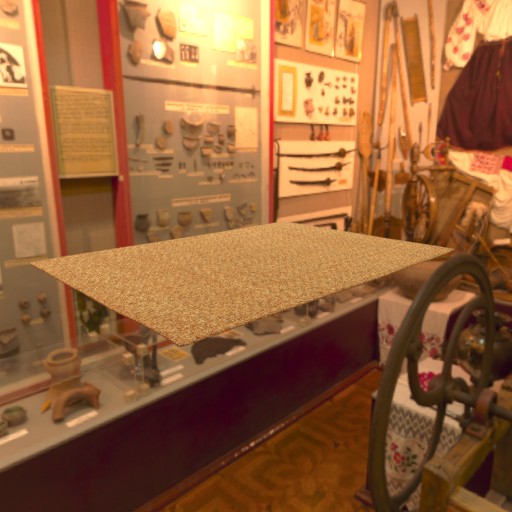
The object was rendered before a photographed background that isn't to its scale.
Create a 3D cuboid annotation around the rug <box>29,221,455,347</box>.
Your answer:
[{"bbox_3d":[0.000,0.000,2.722,2.141,0.013,1.566,-13,19,-42],"label":"rug"}]
